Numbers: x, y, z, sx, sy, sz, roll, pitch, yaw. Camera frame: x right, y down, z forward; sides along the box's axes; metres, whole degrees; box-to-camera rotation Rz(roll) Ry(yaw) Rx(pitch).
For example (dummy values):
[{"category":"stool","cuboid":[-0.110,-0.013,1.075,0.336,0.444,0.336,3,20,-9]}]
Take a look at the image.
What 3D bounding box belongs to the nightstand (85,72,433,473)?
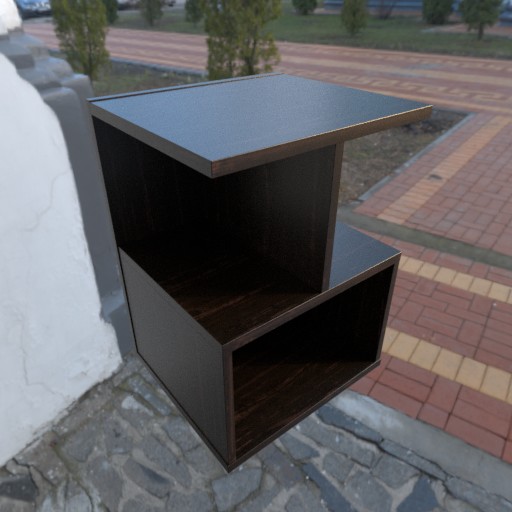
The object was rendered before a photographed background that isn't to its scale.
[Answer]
[{"category":"nightstand","cuboid":[0.000,0.000,0.827,0.400,0.559,0.356,-23,38,-32]}]
